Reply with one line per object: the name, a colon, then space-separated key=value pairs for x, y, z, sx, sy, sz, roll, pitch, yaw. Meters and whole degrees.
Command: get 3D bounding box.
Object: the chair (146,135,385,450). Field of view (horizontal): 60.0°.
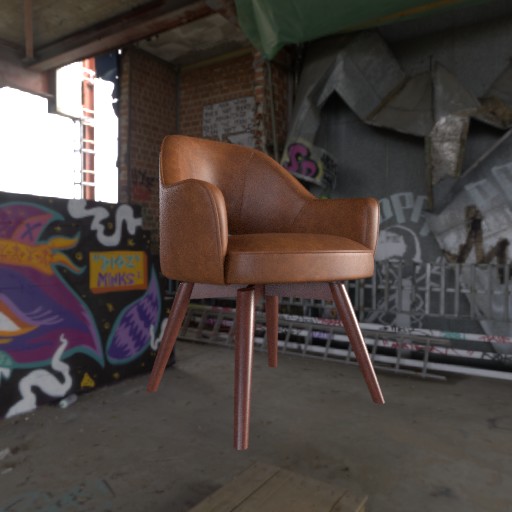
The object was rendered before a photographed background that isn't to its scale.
chair: x=0.000 y=0.000 z=1.244 sx=0.591 sy=0.777 sz=0.640 roll=-1 pitch=1 yaw=-37
